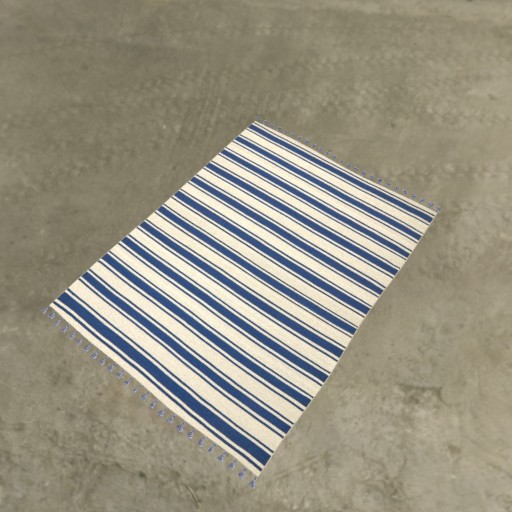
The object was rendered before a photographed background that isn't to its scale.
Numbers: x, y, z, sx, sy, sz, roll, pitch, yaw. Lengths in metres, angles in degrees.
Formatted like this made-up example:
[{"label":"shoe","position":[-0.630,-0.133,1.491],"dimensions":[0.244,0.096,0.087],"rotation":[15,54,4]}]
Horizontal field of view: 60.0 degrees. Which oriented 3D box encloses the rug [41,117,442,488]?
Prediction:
[{"label":"rug","position":[0.000,0.000,4.446],"dimensions":[2.471,0.016,3.416],"rotation":[32,63,19]}]
